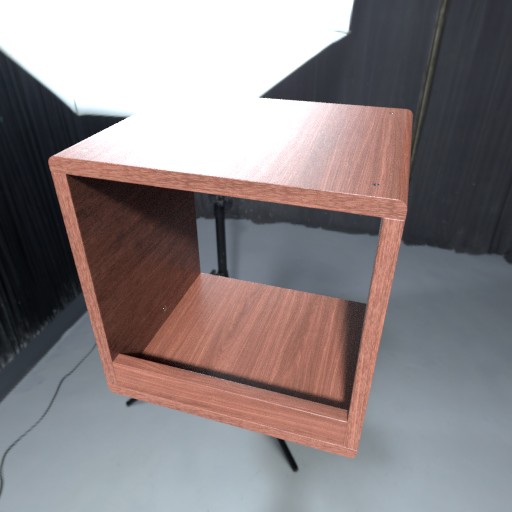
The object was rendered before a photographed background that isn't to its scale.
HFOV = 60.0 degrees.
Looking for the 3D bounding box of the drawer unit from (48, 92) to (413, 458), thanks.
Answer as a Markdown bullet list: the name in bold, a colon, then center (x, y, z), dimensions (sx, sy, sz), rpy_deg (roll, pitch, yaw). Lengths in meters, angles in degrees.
- **drawer unit**: center (0.000, 0.000, 0.611), dimensions (0.349, 0.351, 0.290), rpy_deg (10, 34, 15)
